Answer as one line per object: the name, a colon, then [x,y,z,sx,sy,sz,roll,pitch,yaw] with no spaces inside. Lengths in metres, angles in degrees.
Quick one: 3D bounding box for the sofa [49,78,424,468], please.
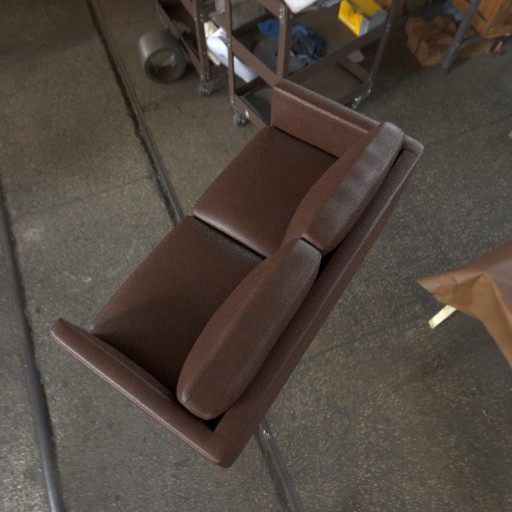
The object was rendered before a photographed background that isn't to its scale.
sofa: [0.000,0.000,2.377,0.951,0.933,1.883,31,67,15]
